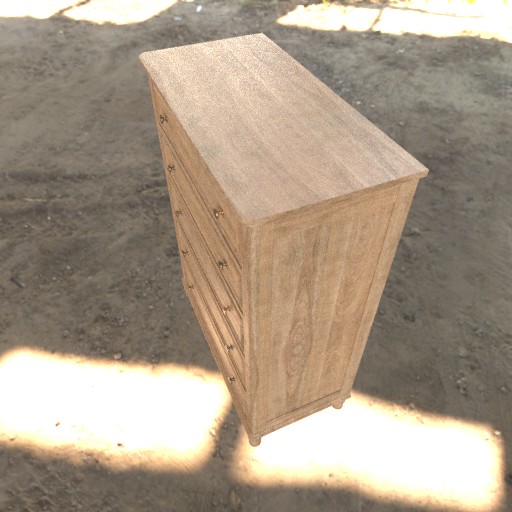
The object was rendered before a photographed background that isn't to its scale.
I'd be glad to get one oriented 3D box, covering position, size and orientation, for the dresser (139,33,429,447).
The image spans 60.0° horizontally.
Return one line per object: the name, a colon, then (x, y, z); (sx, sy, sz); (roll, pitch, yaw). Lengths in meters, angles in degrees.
dresser: (0.000, 0.000, 1.782); (0.484, 1.318, 0.973); (-18, 49, -16)
